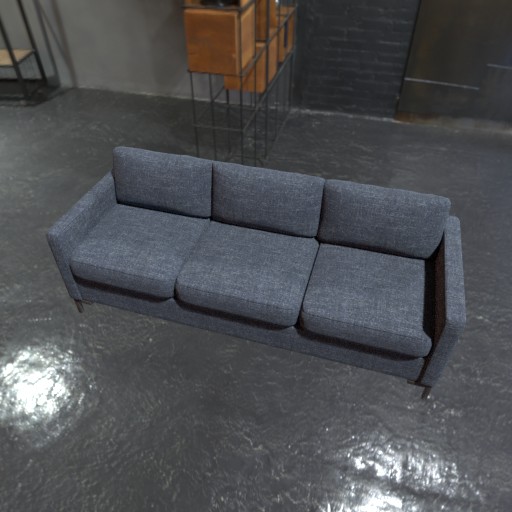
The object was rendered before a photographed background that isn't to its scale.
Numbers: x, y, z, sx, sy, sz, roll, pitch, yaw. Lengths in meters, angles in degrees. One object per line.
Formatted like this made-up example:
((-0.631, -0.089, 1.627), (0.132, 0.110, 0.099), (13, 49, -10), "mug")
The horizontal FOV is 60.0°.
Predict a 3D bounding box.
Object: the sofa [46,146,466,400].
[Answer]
((0.000, 0.000, 2.650), (2.218, 0.874, 0.859), (11, 43, 13), "sofa")
